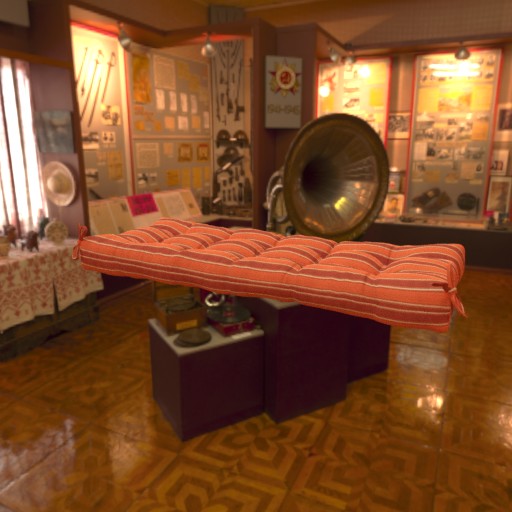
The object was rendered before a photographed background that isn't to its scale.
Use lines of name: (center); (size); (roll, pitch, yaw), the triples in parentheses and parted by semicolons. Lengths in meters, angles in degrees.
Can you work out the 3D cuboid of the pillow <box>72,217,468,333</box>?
pillow: (0.000, 0.000, 1.348); (1.194, 0.174, 0.511); (7, 16, 26)
